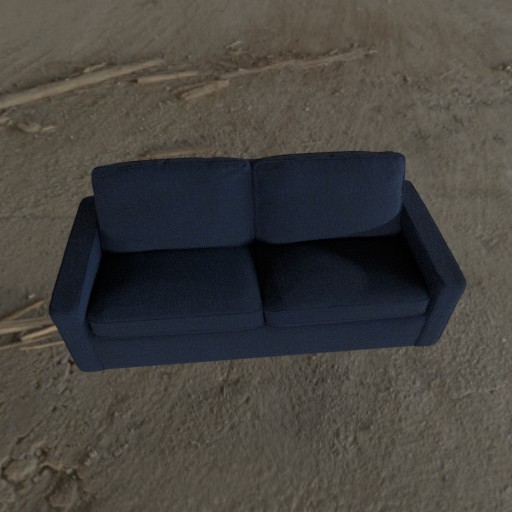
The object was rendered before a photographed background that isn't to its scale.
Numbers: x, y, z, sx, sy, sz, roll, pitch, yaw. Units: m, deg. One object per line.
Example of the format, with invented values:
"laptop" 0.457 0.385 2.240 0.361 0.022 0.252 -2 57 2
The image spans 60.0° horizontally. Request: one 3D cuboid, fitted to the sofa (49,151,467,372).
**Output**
"sofa" 0.000 0.000 2.555 2.080 0.919 0.940 -4 46 -3
